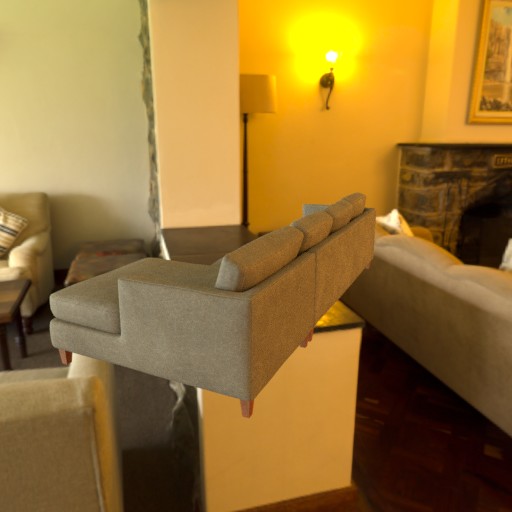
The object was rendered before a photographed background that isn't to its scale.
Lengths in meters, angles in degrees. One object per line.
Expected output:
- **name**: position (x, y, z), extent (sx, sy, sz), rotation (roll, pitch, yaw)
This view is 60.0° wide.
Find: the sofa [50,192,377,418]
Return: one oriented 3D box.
- **sofa**: position (0.000, 0.000, 4.192), extent (1.604, 0.950, 3.471), rotation (7, 17, 24)
